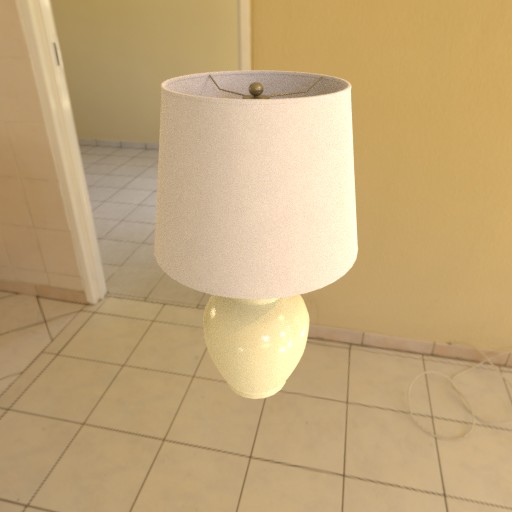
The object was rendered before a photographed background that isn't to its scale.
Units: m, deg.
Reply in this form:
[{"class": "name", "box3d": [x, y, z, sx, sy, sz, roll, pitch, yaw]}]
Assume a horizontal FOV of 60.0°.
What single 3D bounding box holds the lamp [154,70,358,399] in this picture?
[{"class": "lamp", "box3d": [0.000, 0.000, 0.542, 0.239, 0.399, 0.239, 0, 29, 0]}]
